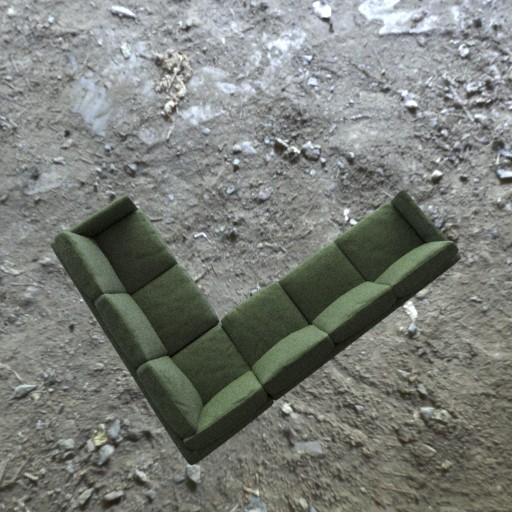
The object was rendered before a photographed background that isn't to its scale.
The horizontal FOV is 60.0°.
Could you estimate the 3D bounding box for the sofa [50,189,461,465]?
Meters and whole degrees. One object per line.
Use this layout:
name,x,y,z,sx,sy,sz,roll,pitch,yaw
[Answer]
sofa,0.000,0.000,4.642,3.302,0.947,2.593,-35,78,-9
